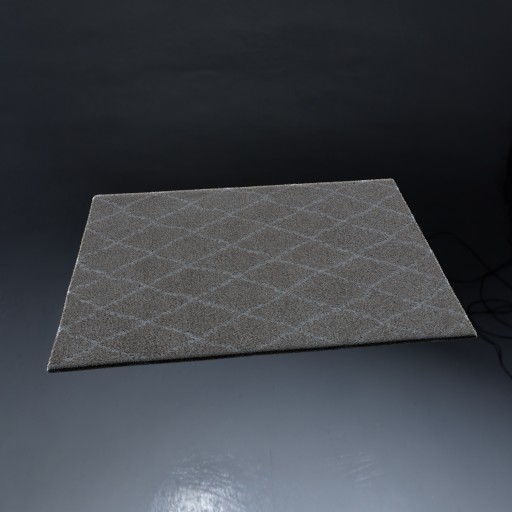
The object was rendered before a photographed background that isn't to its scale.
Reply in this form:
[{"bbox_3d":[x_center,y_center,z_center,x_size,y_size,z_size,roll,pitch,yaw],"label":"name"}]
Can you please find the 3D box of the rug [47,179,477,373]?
[{"bbox_3d":[0.000,0.000,3.426,2.743,0.030,1.778,-4,45,-4],"label":"rug"}]
